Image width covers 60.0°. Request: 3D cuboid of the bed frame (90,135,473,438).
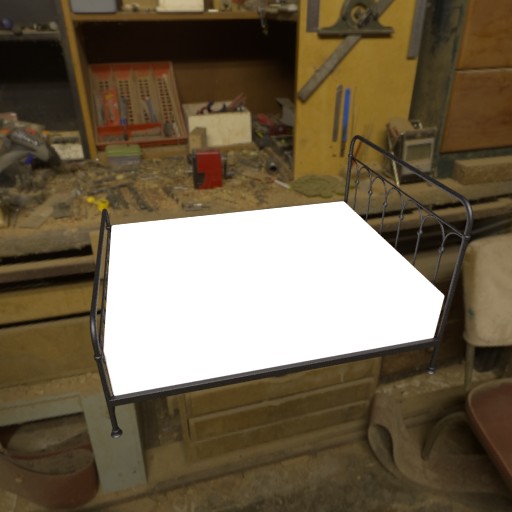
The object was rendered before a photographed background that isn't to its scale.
[{"bbox_3d":[0.000,0.000,3.249,2.203,1.276,1.664,-7,31,-12],"label":"bed frame"}]
